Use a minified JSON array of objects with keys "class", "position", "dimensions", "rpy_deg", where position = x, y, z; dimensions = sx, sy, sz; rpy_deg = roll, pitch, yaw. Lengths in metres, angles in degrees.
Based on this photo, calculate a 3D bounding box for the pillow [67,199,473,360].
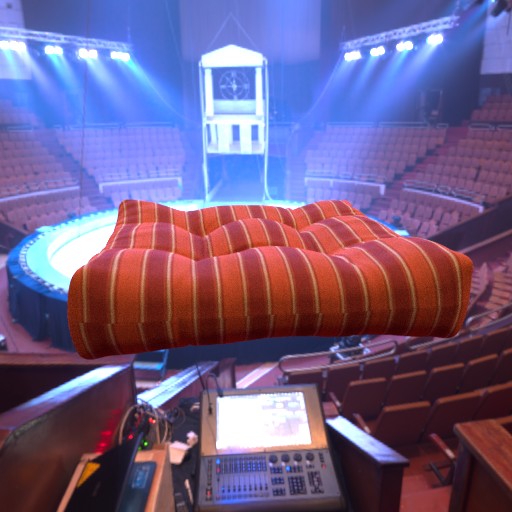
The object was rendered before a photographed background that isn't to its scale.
[{"class":"pillow","position":[0.000,0.000,0.721],"dimensions":[0.490,0.133,0.468],"rpy_deg":[-3,17,-9]}]
